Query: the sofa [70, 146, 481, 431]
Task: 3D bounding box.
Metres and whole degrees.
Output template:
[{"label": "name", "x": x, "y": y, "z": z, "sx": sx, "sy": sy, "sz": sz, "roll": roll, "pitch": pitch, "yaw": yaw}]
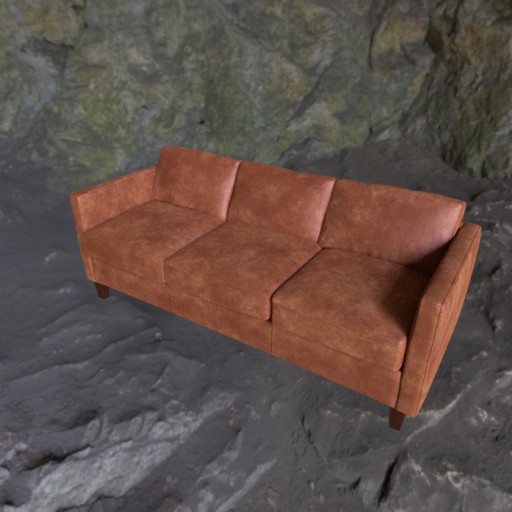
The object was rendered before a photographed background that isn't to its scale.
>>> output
[{"label": "sofa", "x": 0.000, "y": 0.000, "z": 2.892, "sx": 2.464, "sy": 1.006, "sz": 1.045, "roll": 17, "pitch": 33, "yaw": 28}]
